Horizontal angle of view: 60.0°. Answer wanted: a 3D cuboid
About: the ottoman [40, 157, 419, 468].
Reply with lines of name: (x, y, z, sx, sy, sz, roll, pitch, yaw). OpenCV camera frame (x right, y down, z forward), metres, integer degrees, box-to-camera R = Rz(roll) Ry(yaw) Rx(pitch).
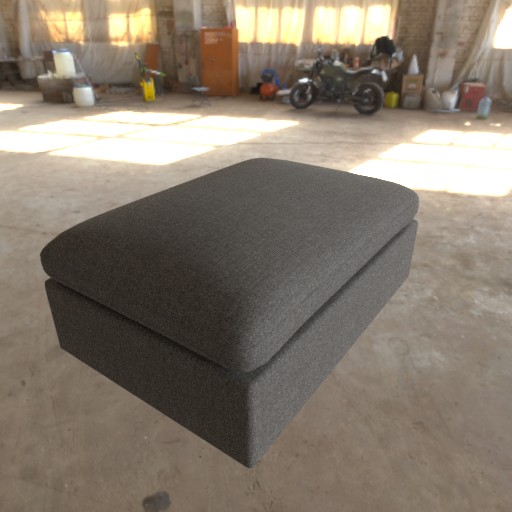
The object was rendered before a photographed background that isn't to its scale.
ottoman: (0.000, 0.000, 1.420, 0.711, 0.483, 1.041, 18, 33, 31)
